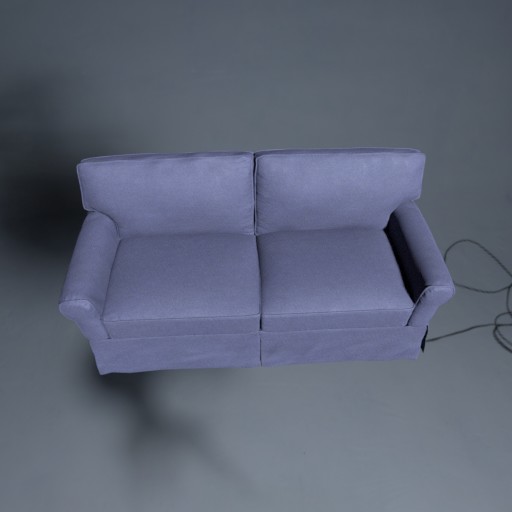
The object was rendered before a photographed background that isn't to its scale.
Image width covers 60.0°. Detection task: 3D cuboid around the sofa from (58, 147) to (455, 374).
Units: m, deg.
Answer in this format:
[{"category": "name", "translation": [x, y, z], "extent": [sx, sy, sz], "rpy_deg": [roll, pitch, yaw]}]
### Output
[{"category": "sofa", "translation": [0.000, 0.000, 2.838], "extent": [2.256, 1.094, 0.983], "rpy_deg": [-2, 46, -2]}]
